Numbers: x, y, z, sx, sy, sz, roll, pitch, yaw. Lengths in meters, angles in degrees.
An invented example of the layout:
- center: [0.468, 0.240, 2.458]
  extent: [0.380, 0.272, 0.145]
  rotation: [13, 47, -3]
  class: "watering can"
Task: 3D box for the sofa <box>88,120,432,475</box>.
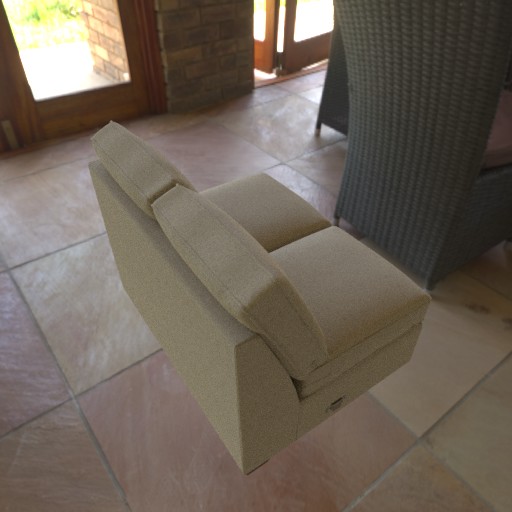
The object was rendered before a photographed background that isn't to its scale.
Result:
- center: [0.000, 0.000, 1.961]
  extent: [0.951, 1.008, 1.237]
  rotation: [-24, 46, -25]
  class: "sofa"
